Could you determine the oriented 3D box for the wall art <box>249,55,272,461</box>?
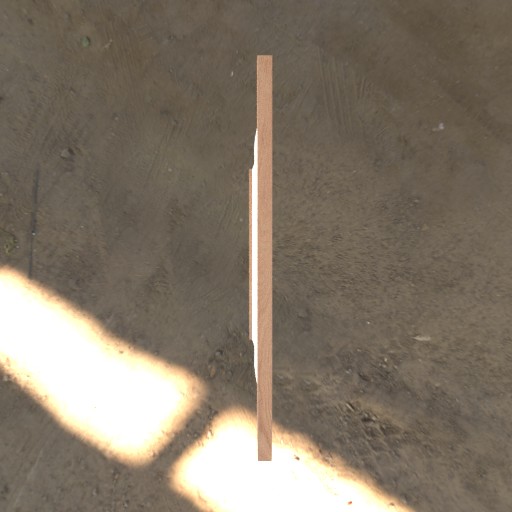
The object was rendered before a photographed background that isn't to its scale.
[{"bbox_3d":[0.000,0.000,0.616,0.012,0.508,0.332,0,91,-2],"label":"wall art"}]
